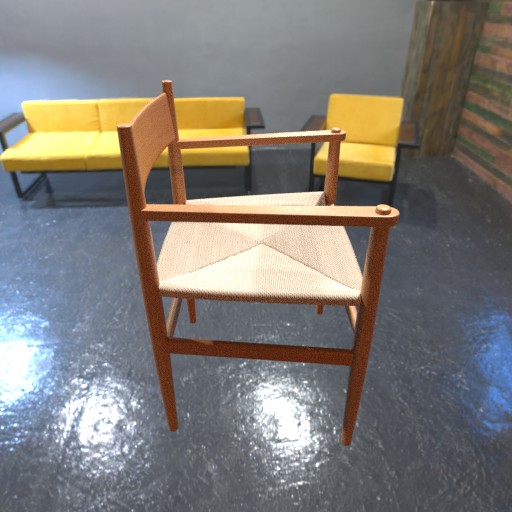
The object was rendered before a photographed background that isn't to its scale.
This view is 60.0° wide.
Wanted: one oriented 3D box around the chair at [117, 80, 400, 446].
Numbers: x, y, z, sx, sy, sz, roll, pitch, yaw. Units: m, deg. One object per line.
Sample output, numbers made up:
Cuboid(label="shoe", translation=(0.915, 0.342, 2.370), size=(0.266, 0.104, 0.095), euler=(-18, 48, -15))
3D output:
Cuboid(label="chair", translation=(0.000, 0.000, 1.113), size=(0.495, 0.762, 0.556), euler=(0, 31, 0))
